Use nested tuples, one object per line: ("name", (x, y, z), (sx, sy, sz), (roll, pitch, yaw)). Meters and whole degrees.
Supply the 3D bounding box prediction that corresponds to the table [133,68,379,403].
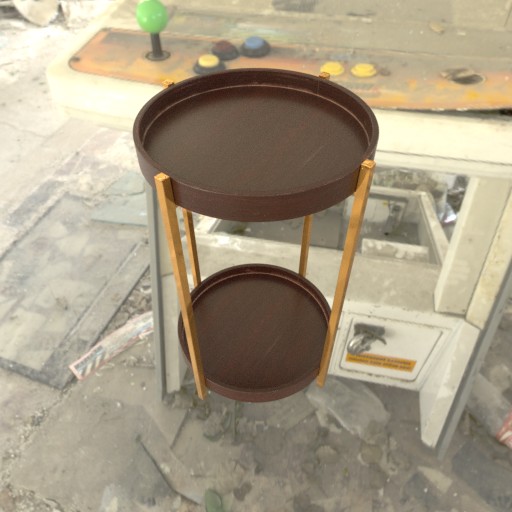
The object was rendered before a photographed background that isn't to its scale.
("table", (0.000, 0.000, 0.893), (0.400, 0.610, 0.400), (30, 53, 26))
